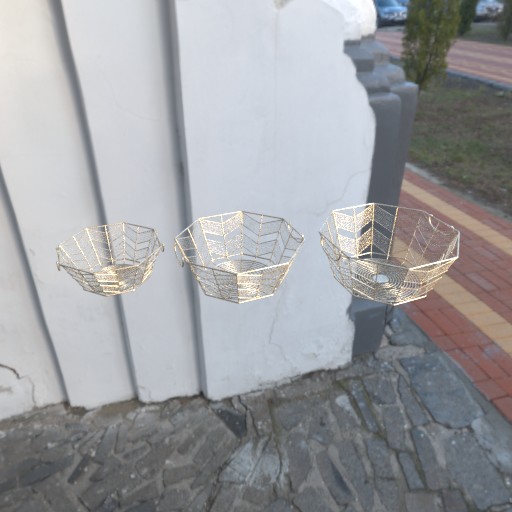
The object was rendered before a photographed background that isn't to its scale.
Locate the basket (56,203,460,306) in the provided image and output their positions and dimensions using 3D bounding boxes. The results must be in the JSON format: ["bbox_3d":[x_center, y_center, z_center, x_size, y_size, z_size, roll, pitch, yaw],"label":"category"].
[{"bbox_3d":[0.000,0.000,1.404,1.246,0.178,0.432,0,31,0],"label":"basket"}]
